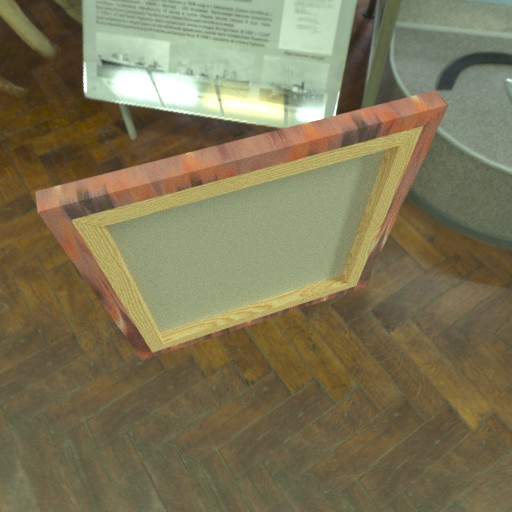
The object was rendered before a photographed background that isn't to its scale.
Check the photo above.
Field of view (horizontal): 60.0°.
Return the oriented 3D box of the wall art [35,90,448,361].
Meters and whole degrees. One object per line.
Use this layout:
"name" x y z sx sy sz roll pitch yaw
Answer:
"wall art" 0.000 0.000 0.885 0.603 0.609 0.037 -17 60 -10
